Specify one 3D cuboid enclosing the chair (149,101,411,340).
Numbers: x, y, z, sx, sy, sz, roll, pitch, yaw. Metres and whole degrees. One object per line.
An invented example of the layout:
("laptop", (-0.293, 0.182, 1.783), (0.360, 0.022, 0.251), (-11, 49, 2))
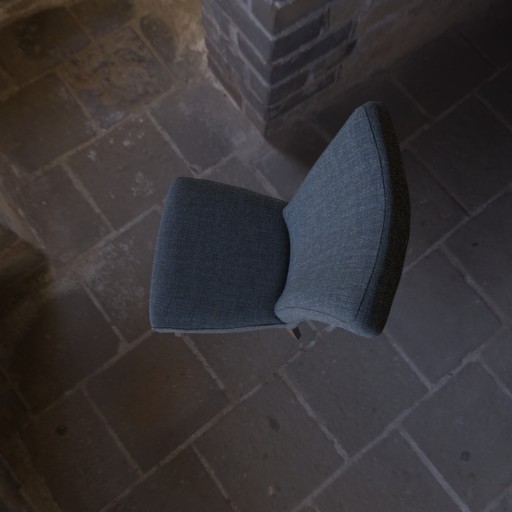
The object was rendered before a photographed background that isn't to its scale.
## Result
("chair", (0.000, 0.000, 1.388), (0.660, 0.991, 0.520), (5, 76, 1))
